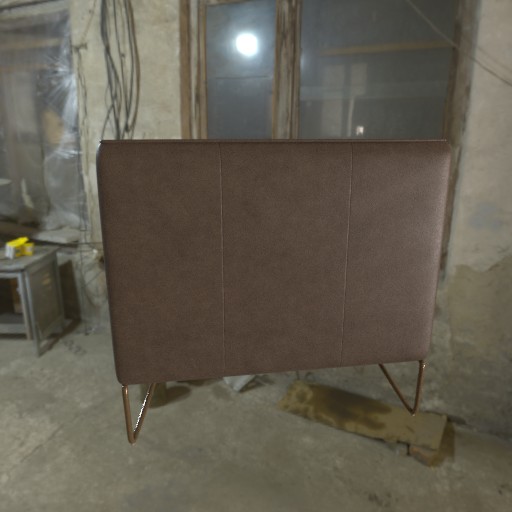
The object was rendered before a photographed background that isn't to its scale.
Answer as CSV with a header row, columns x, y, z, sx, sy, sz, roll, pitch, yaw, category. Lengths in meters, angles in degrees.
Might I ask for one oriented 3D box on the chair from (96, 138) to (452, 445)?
x,y,z,sx,sy,sz,roll,pitch,yaw,category
0.000,0.000,1.540,0.880,0.790,0.894,-2,15,-9,chair
